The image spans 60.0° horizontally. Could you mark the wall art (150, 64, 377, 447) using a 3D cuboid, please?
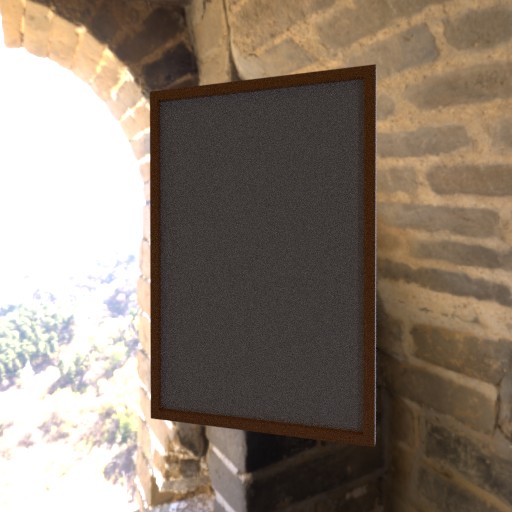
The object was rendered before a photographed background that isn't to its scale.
[{"bbox_3d":[0.000,0.000,0.775,0.405,0.608,0.025,0,1,17],"label":"wall art"}]
